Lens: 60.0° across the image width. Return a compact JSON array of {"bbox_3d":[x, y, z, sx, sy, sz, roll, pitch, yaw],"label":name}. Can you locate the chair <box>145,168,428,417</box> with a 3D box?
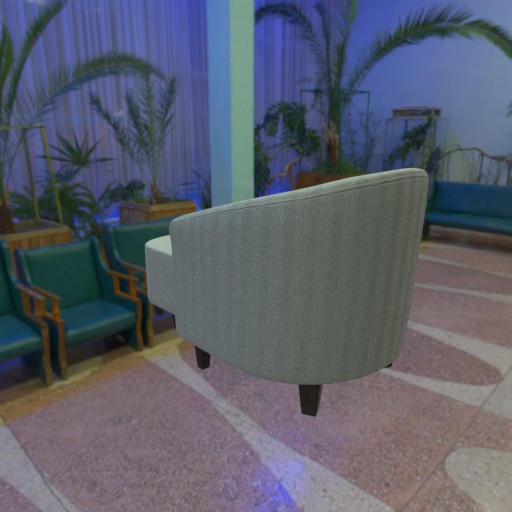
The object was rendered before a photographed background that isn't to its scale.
[{"bbox_3d":[0.000,0.000,1.788,0.756,0.757,1.288,-14,20,-42],"label":"chair"}]
